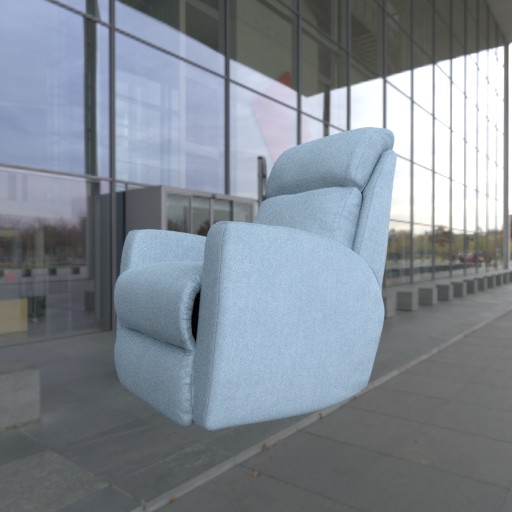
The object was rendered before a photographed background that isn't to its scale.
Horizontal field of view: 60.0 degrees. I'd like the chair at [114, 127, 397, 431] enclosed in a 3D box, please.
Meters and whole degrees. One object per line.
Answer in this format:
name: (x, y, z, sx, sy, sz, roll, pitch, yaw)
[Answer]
chair: (0.000, 0.000, 1.711, 0.940, 1.013, 0.812, 0, 0, -36)
